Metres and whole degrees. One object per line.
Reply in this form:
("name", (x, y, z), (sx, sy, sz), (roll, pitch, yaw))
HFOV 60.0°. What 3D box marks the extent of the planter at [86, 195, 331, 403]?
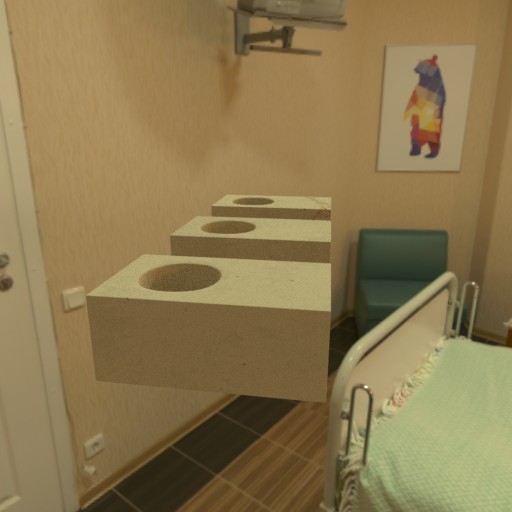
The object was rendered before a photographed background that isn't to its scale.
("planter", (0.000, 0.000, 0.387), (0.127, 0.051, 0.333), (3, 17, 9))
